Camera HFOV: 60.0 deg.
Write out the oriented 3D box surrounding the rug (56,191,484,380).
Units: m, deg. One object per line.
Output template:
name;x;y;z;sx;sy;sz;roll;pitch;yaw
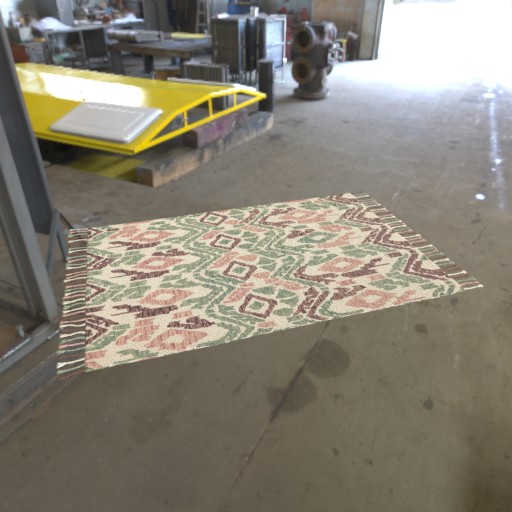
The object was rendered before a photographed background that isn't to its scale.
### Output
rug;0.000;0.000;2.969;2.438;0.011;1.524;-9;33;-15
